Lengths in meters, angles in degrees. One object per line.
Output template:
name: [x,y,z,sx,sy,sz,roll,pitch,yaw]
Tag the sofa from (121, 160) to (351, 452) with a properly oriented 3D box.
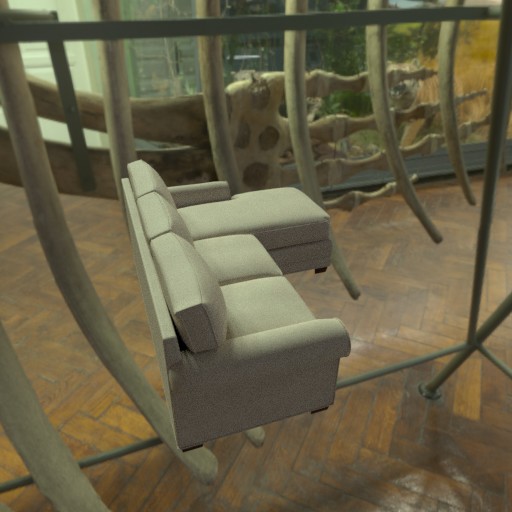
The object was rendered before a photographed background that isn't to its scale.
sofa: [0.000,0.000,2.418,1.226,0.734,1.770,-10,32,-17]
